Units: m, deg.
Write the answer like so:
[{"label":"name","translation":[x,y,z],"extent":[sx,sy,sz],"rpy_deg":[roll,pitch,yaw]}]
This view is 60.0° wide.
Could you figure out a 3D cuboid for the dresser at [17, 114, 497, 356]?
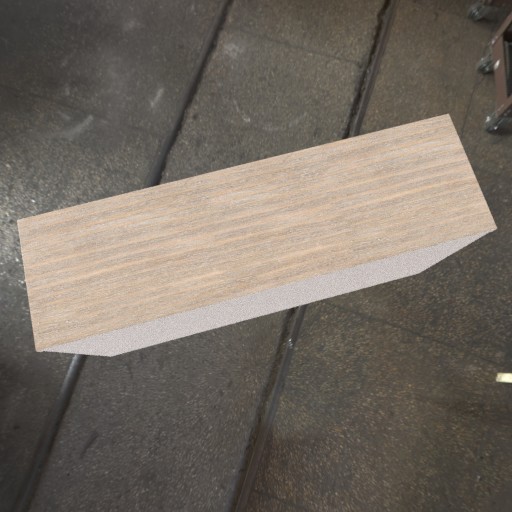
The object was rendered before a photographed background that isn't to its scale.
[{"label":"dresser","translation":[0.000,0.000,1.909],"extent":[1.524,0.914,0.457],"rpy_deg":[-15,76,-4]}]
